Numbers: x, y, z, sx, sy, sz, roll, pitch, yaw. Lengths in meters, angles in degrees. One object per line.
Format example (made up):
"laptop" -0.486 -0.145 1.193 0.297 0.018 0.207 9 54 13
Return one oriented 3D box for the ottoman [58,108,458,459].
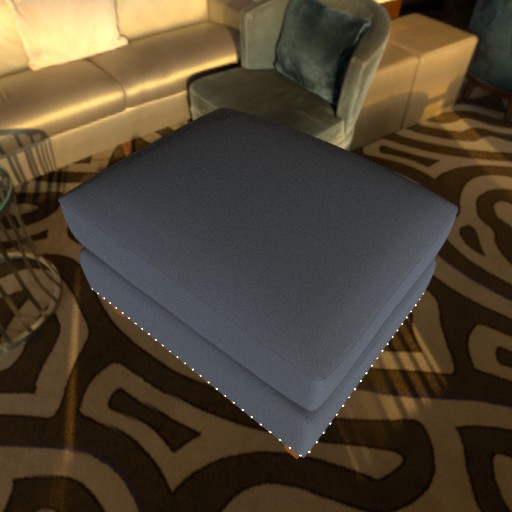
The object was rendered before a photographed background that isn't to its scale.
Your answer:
"ottoman" 0.000 0.000 1.133 0.741 0.513 0.584 31 53 26
